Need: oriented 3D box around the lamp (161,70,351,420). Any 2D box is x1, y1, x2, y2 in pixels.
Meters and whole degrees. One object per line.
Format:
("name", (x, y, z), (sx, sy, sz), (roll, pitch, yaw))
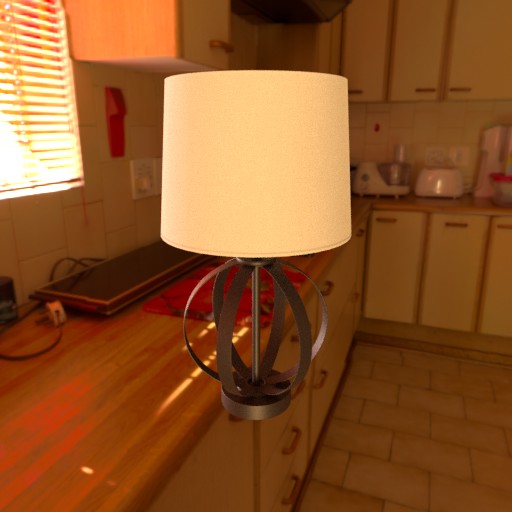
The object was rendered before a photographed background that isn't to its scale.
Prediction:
("lamp", (0.000, 0.000, 0.693), (0.286, 0.510, 0.286), (0, 16, 0))
